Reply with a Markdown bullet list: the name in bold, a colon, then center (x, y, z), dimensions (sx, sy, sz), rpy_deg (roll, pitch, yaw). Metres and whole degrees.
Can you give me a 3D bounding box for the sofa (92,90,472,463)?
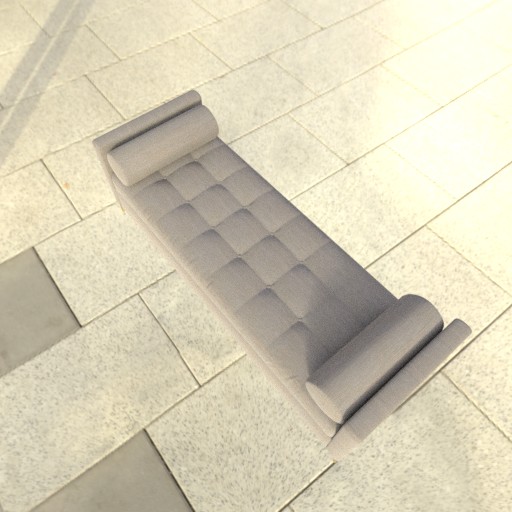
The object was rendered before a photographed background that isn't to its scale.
- **sofa**: center (0.000, 0.000, 2.350), dimensions (0.686, 0.635, 1.981), rpy_deg (-35, 64, -20)
